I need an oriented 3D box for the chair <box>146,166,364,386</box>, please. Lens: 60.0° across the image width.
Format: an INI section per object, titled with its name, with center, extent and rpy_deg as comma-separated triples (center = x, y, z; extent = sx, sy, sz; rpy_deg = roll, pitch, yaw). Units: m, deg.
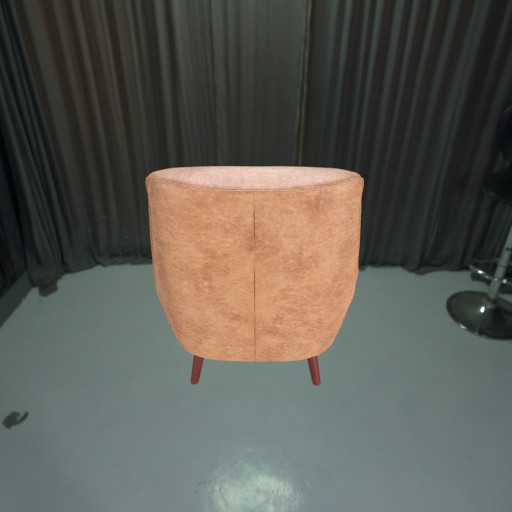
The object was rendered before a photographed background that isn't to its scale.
[chair]
center = 0.000, 0.000, 1.529
extent = 0.753, 0.883, 0.851
rpy_deg = 0, 31, 1
